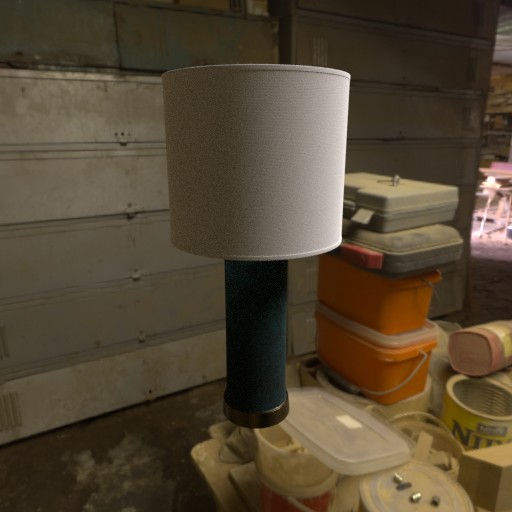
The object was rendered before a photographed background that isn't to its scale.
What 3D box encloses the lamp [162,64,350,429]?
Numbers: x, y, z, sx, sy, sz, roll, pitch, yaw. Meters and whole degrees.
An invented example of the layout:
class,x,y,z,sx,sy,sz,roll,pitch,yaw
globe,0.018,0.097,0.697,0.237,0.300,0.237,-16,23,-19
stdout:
class,x,y,z,sx,sy,sz,roll,pitch,yaw
lamp,0.000,0.000,0.802,0.301,0.630,0.301,-8,18,-27
